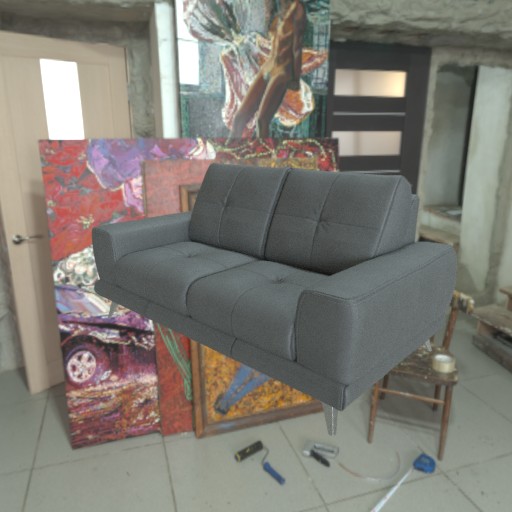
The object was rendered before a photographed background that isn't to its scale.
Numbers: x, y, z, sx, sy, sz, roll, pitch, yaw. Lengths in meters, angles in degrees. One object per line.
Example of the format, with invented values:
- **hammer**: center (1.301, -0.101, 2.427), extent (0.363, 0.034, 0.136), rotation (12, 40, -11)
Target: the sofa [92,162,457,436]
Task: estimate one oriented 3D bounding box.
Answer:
- **sofa**: center (0.000, 0.000, 2.395), extent (1.806, 0.907, 1.018), rotation (14, 21, 41)
